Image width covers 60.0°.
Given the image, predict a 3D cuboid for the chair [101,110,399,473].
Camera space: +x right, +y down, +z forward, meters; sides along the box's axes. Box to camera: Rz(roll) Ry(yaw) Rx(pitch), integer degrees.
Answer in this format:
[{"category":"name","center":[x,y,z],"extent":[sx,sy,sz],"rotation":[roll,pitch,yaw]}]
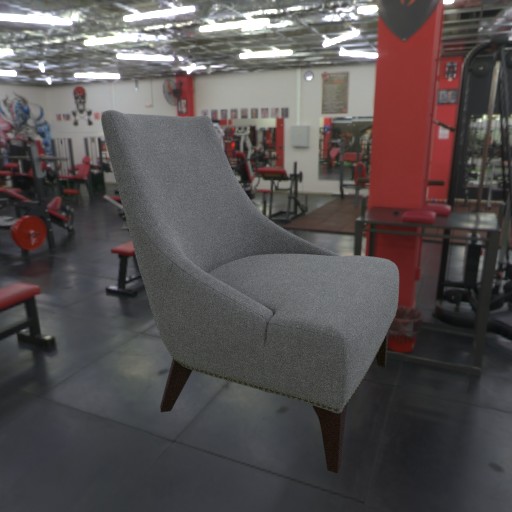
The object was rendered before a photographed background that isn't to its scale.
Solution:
[{"category":"chair","center":[0.000,0.000,1.461],"extent":[0.861,0.909,0.701],"rotation":[8,17,26]}]
